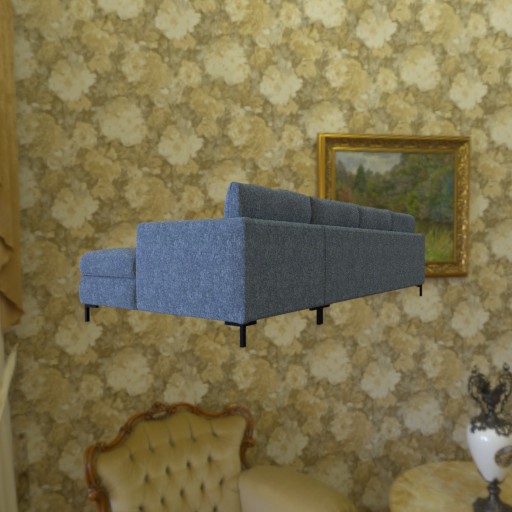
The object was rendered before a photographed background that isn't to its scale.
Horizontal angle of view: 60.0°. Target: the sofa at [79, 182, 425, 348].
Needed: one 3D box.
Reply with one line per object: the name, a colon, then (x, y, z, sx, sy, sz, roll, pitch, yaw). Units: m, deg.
sofa: (0.000, 0.000, 3.540, 1.879, 0.756, 2.737, 1, 1, 37)
